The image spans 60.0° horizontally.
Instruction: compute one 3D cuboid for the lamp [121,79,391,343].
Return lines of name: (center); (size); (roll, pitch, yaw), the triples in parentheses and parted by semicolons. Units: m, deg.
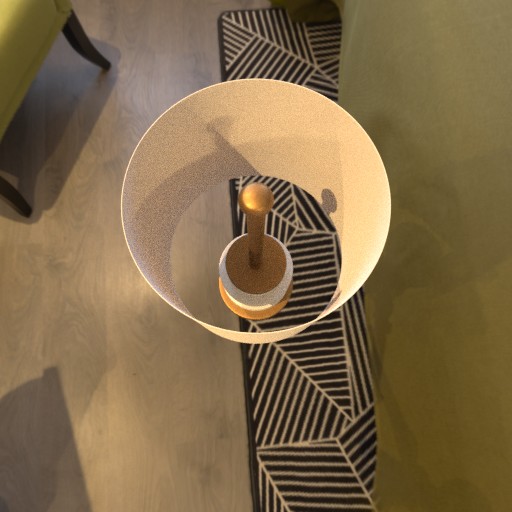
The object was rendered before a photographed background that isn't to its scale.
lamp: (0.000, 0.000, 0.540); (0.210, 0.410, 0.210); (-35, 79, -8)
